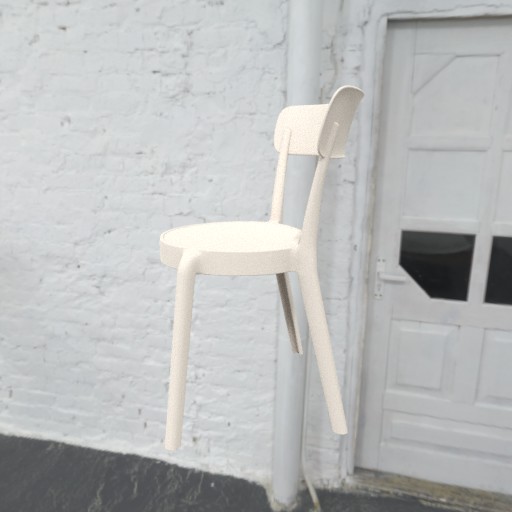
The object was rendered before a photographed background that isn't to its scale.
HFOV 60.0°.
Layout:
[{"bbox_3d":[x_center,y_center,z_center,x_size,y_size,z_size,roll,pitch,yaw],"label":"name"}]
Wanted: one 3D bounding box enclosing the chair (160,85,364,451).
[{"bbox_3d":[0.000,0.000,1.163,0.491,0.790,0.506,-2,14,-8],"label":"chair"}]
